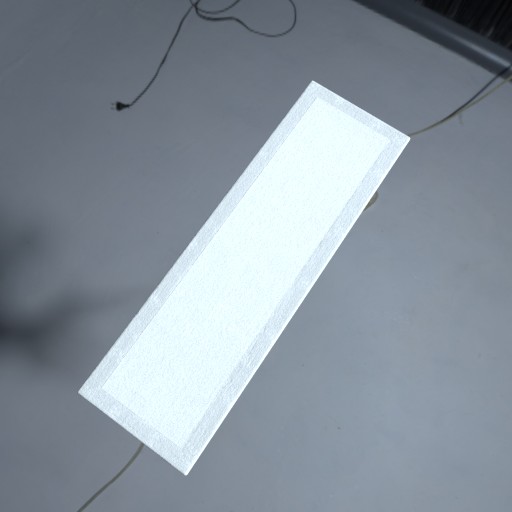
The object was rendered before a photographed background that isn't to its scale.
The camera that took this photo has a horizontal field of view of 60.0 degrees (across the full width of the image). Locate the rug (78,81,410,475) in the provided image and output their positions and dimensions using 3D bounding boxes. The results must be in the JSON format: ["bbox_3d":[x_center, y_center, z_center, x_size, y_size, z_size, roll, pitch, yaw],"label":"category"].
[{"bbox_3d":[0.000,0.000,2.671,0.759,0.012,2.430,34,78,8],"label":"rug"}]
